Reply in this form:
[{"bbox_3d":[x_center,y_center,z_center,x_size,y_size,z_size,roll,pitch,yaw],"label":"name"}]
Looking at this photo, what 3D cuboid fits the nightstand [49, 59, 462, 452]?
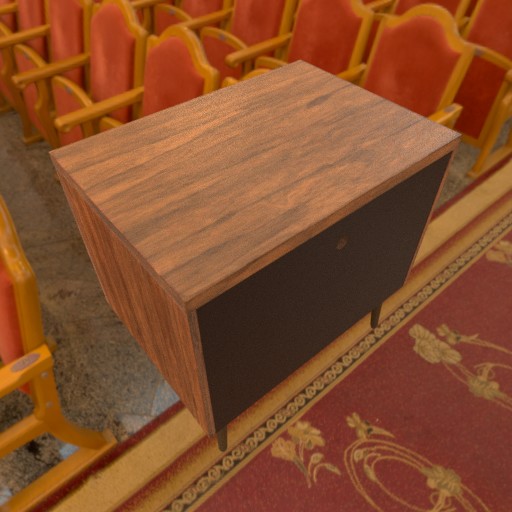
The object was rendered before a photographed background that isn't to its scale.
[{"bbox_3d":[0.000,0.000,1.025,0.610,0.610,0.458,-31,54,-26],"label":"nightstand"}]
